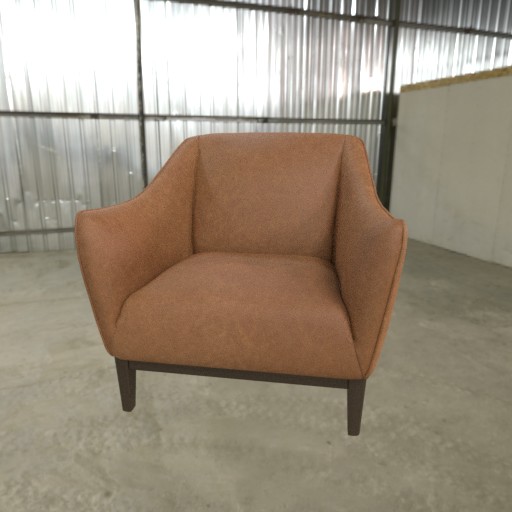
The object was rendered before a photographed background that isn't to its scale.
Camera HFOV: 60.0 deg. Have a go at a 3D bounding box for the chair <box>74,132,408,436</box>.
[{"bbox_3d":[0.000,0.000,1.533,0.871,0.830,0.852,3,15,9],"label":"chair"}]
